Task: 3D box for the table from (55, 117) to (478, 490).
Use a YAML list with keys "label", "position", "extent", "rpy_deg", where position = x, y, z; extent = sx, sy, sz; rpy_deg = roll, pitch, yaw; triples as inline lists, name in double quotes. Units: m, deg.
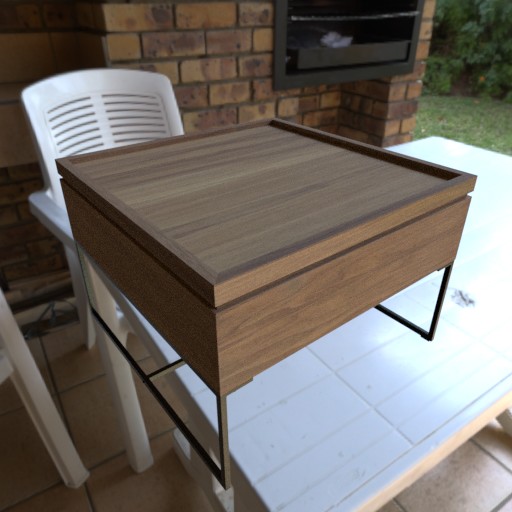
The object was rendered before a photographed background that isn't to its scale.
- label: "table"
  position: [0.000, 0.000, 1.113]
  extent: [0.679, 0.464, 0.676]
  rpy_deg: [-22, 37, -32]
